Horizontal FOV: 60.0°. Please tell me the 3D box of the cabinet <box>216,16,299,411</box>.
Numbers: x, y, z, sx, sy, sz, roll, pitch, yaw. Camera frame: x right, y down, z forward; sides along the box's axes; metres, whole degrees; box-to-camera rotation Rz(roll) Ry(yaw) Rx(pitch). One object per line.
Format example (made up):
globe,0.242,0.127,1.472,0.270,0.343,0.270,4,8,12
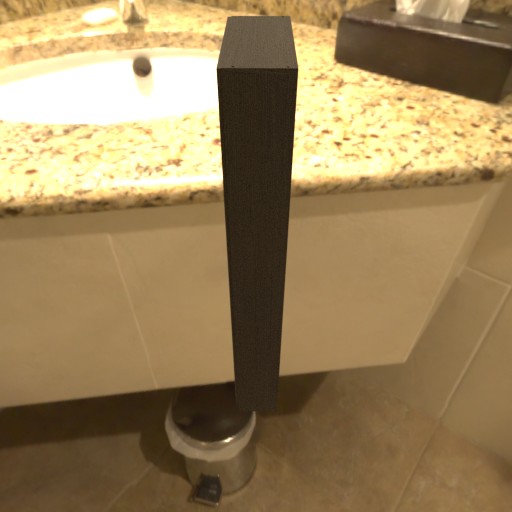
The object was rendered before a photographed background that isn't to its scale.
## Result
cabinet,0.000,0.000,1.951,0.230,1.790,0.500,1,42,1
